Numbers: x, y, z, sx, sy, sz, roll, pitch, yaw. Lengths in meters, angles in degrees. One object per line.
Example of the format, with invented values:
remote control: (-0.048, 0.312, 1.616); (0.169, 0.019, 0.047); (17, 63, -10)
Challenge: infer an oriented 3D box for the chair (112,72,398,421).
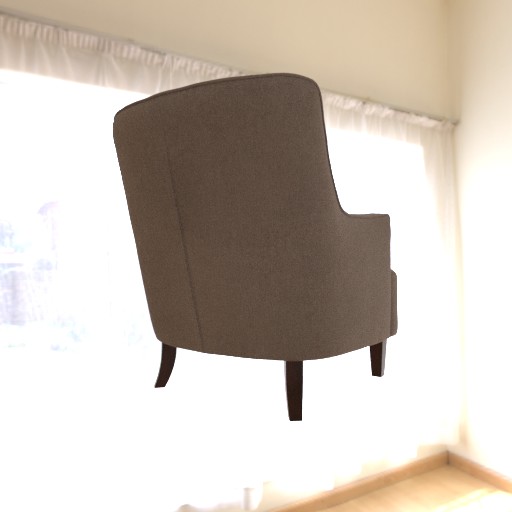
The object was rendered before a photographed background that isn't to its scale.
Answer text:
chair: (0.000, 0.000, 1.570); (0.781, 0.919, 0.910); (0, 0, 35)
